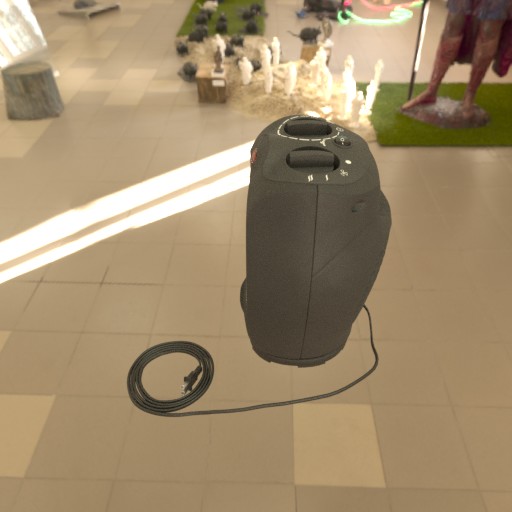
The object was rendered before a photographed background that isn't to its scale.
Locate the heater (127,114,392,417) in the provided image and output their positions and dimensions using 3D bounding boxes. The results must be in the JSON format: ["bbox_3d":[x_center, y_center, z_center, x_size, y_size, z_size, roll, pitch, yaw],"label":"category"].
[{"bbox_3d":[0.000,0.000,0.476,0.291,0.255,0.239,1,42,1],"label":"heater"}]
